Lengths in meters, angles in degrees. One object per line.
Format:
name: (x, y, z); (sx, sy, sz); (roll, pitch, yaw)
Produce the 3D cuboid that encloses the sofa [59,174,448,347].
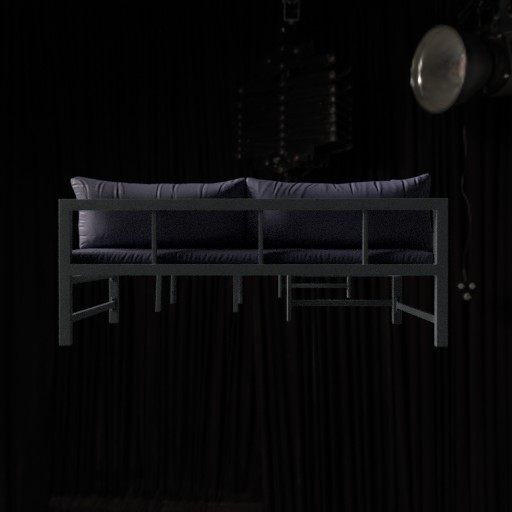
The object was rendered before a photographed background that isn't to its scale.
sofa: (0.000, 0.000, 2.958); (1.658, 0.762, 2.149); (0, 0, 1)
